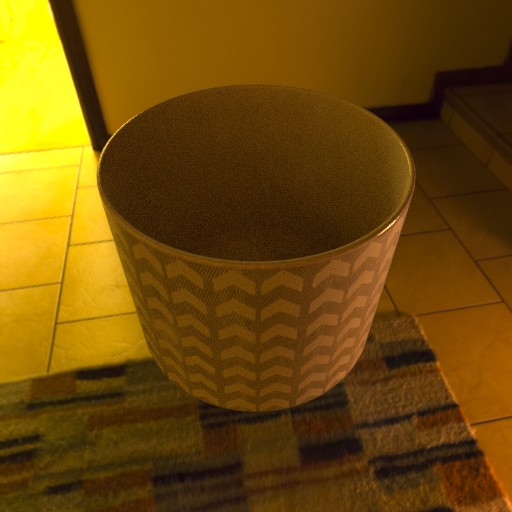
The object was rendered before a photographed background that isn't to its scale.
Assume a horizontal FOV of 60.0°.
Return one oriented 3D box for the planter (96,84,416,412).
[{"bbox_3d":[0.000,0.000,0.442,0.250,0.239,0.250,0,46,0],"label":"planter"}]
